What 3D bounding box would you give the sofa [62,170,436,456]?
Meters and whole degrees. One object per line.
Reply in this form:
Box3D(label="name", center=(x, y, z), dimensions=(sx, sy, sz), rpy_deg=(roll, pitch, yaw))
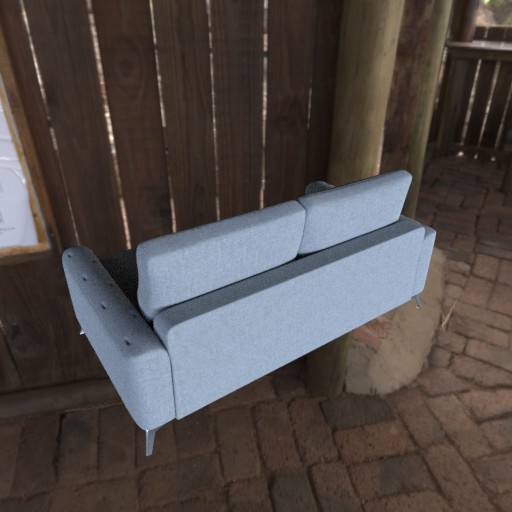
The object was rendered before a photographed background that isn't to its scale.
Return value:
Box3D(label="sofa", center=(0.000, 0.000, 2.200), dimensions=(1.650, 0.790, 0.920), rpy_deg=(-19, 35, -30))
